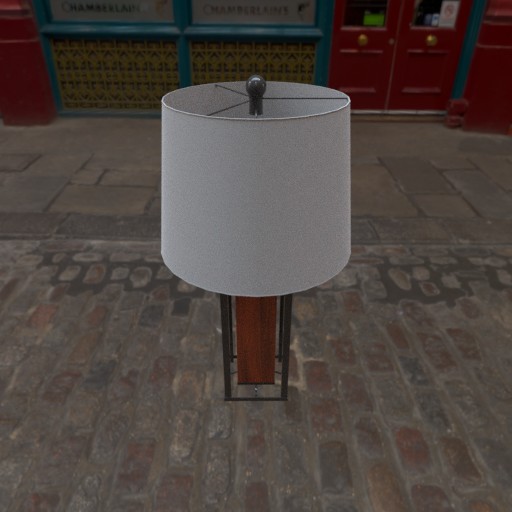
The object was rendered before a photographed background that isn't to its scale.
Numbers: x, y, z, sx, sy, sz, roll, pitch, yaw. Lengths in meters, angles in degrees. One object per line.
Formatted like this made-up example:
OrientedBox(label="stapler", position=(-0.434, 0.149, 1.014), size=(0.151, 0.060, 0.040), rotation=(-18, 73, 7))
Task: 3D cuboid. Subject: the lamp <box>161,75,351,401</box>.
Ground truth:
OrientedBox(label="lamp", position=(0.000, 0.000, 0.773), size=(0.320, 0.591, 0.320), rotation=(0, 30, 0))
